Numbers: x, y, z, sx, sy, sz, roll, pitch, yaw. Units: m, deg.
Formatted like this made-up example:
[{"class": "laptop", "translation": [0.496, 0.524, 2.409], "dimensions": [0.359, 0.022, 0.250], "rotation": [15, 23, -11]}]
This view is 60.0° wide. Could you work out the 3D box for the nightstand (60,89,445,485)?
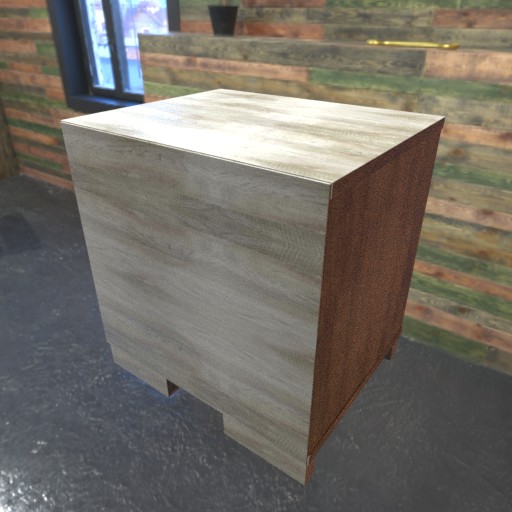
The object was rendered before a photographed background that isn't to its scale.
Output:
[{"class": "nightstand", "translation": [0.000, 0.000, 0.739], "dimensions": [0.427, 0.448, 0.347], "rotation": [20, 35, 31]}]
